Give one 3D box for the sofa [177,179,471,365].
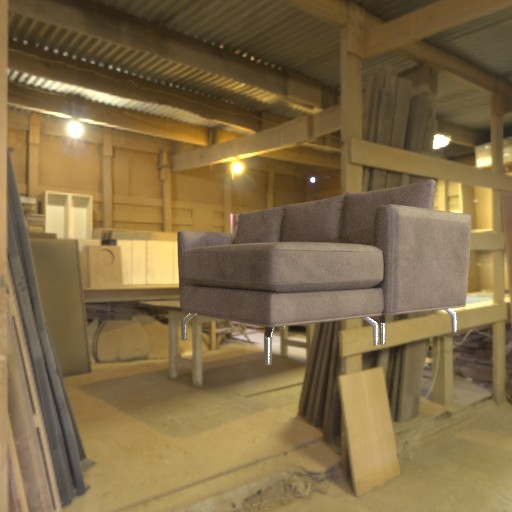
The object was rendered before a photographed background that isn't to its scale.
[{"bbox_3d":[0.000,0.000,3.300,1.622,0.987,2.438,1,-1,-37],"label":"sofa"}]
